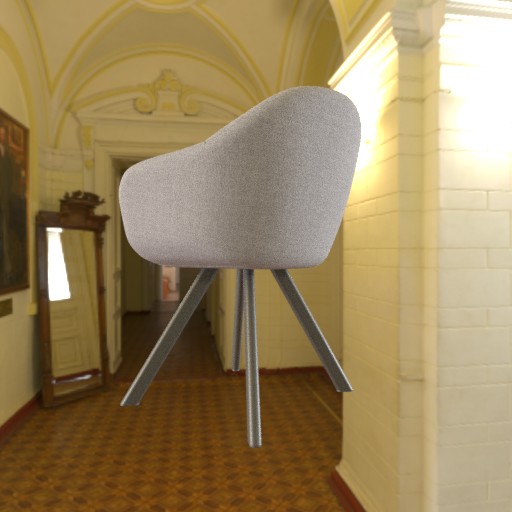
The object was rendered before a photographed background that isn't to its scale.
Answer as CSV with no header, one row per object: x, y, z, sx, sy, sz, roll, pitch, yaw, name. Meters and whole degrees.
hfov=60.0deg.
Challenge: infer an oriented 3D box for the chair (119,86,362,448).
0.000,0.000,1.221,0.550,0.795,0.590,0,0,36,chair
